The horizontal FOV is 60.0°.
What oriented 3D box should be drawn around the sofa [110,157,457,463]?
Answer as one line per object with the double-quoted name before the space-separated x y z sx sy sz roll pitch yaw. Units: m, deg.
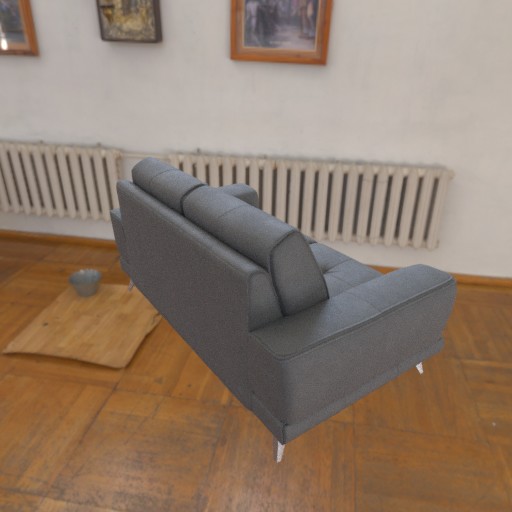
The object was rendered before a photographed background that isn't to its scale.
"sofa" 0.000 0.000 2.400 1.018 0.907 1.806 -17 31 -31
